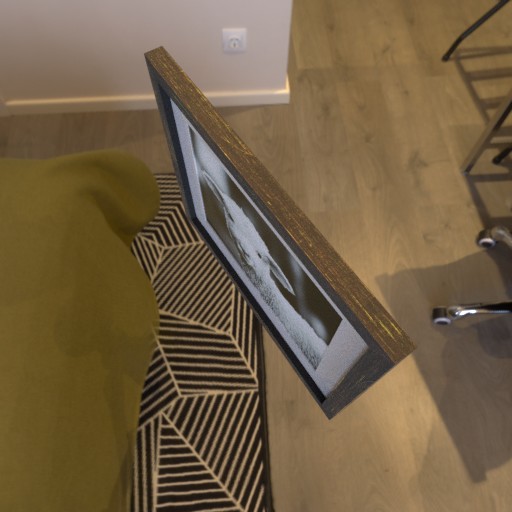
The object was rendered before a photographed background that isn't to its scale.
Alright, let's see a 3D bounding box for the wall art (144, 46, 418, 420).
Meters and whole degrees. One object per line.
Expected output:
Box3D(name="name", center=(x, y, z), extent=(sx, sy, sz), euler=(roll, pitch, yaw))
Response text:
Box3D(name="wall art", center=(0.000, 0.000, 0.765), extent=(0.032, 0.457, 0.558), euler=(-31, 67, -15))
